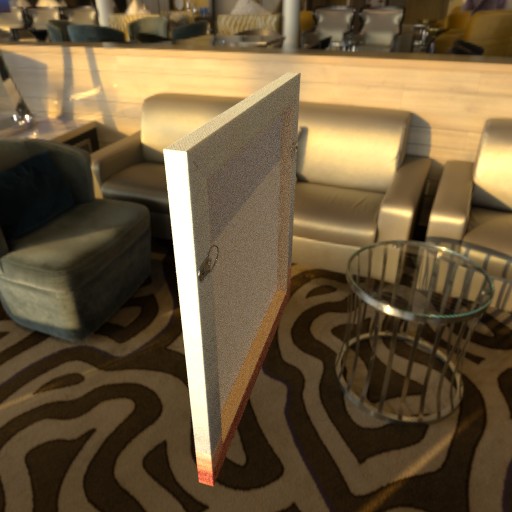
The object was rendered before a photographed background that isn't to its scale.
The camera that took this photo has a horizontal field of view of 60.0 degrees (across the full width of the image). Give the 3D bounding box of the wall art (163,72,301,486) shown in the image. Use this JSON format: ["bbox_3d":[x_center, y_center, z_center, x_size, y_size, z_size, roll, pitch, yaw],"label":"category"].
[{"bbox_3d":[0.000,0.000,0.886,0.034,0.605,0.605,9,31,14],"label":"wall art"}]
